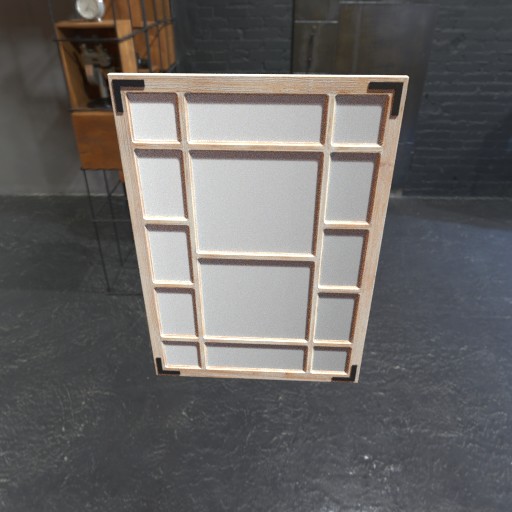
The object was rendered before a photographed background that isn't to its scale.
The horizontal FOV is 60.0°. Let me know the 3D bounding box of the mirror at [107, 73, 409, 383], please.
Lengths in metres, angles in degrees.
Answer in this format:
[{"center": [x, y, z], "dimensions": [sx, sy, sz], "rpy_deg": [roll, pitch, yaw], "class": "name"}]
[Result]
[{"center": [0.000, 0.000, 1.300], "dimensions": [0.705, 0.996, 0.025], "rpy_deg": [2, 31, 3], "class": "mirror"}]
